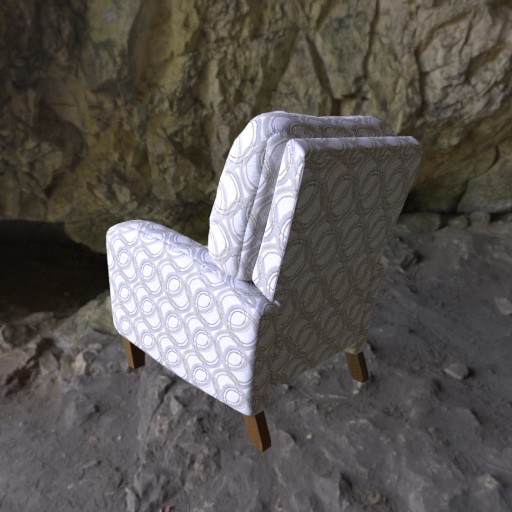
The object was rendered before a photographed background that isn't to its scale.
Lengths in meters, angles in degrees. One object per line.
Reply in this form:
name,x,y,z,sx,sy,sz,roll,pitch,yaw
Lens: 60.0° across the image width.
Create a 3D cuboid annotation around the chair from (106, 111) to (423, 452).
chair,0.000,0.000,1.759,0.796,1.065,0.995,-15,22,-42
